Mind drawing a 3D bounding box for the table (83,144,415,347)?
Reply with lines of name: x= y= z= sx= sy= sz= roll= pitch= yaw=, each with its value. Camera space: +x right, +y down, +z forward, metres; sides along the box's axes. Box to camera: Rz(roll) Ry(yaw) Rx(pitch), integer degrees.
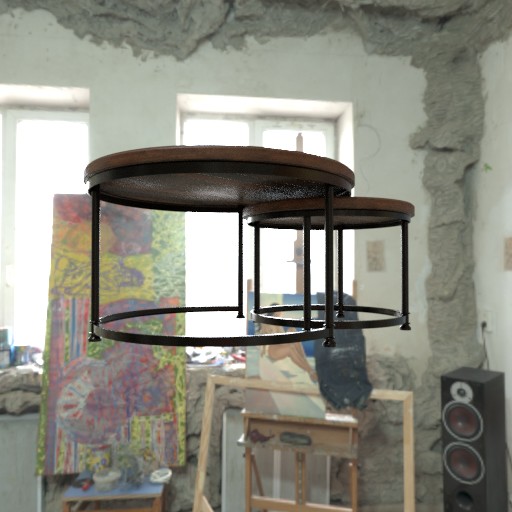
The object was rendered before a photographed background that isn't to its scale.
table: x=0.000 y=0.000 z=1.568 sx=1.152 sy=0.516 sz=0.870 roll=1 pitch=-1 yaw=-36
